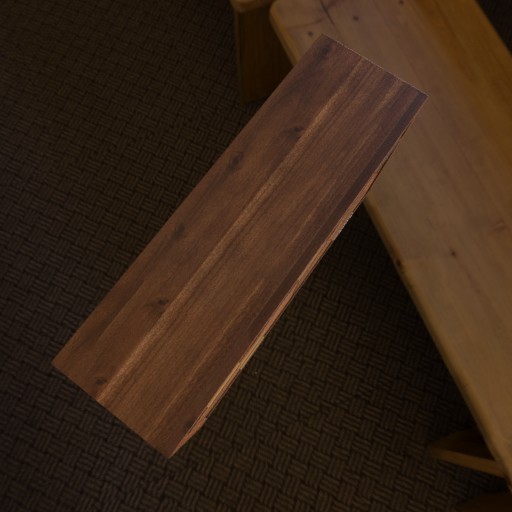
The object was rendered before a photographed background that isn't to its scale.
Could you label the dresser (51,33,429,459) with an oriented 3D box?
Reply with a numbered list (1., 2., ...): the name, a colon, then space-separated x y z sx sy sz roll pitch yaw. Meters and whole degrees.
1. dresser: 0.000 0.000 1.803 0.438 0.892 1.387 35 78 9
